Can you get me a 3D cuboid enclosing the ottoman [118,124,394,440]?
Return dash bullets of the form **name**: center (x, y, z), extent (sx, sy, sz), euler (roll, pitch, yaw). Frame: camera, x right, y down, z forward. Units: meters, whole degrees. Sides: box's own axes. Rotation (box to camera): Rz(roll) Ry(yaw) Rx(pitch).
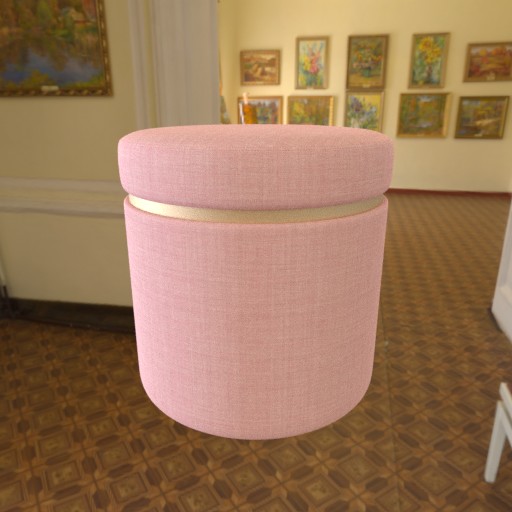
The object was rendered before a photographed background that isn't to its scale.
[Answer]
- **ottoman**: center (0.000, 0.000, 0.721), extent (0.400, 0.406, 0.400), euler (0, 18, 0)
